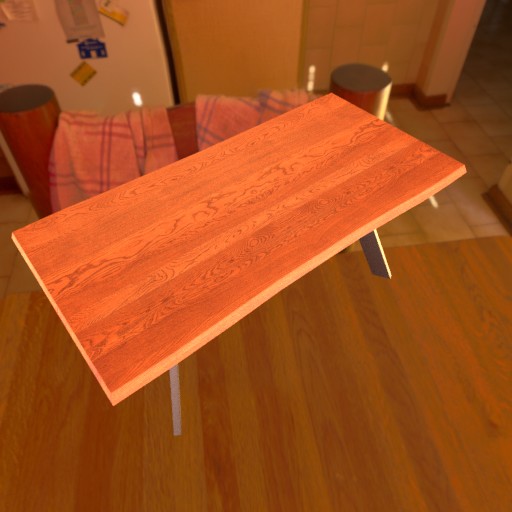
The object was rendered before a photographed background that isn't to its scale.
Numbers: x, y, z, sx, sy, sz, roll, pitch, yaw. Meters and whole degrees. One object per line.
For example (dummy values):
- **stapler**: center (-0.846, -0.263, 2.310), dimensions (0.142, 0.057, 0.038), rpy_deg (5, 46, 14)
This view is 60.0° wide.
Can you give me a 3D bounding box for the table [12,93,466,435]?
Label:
- **table**: center (0.000, 0.000, 2.181), dimensions (1.800, 0.770, 0.900), rpy_deg (-31, 55, -25)
